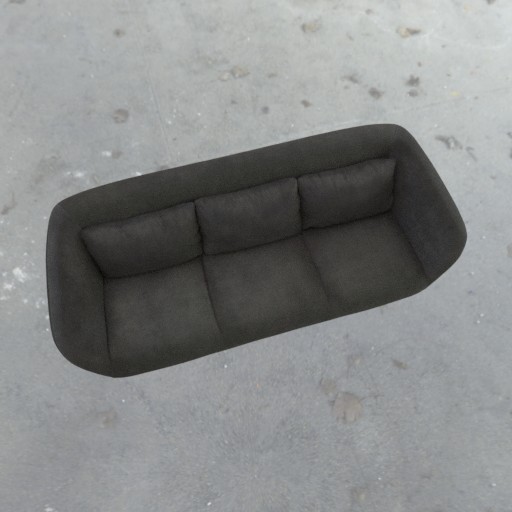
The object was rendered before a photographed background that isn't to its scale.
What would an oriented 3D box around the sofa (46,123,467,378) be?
[{"bbox_3d":[0.000,0.000,2.735,2.296,0.875,0.956,-15,65,-7],"label":"sofa"}]
